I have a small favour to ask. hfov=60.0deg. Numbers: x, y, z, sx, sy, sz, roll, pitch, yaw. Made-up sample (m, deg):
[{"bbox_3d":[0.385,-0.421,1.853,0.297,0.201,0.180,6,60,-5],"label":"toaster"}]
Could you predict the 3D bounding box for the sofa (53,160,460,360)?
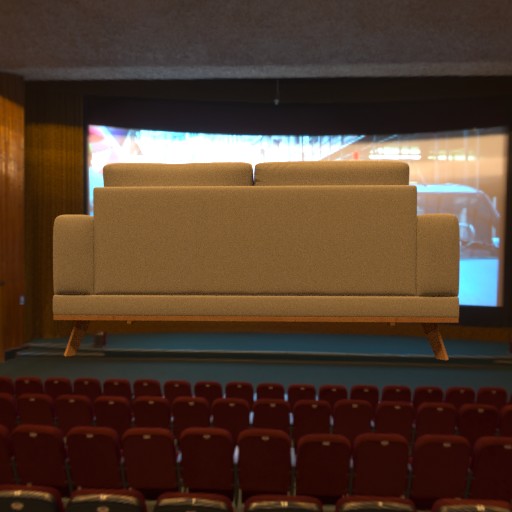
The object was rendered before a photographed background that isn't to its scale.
[{"bbox_3d":[0.000,0.000,2.180,1.651,0.810,0.915,0,1,2],"label":"sofa"}]
